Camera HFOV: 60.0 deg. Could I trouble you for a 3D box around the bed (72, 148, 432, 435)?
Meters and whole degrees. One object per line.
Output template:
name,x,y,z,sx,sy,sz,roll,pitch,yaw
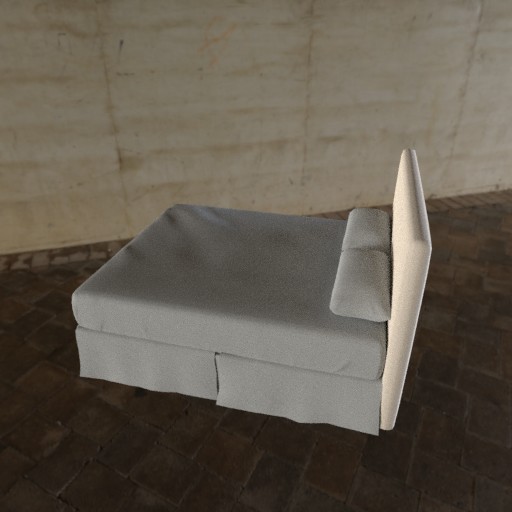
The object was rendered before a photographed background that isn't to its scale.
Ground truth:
bed,0.000,0.000,3.269,2.142,1.330,1.748,7,29,13
